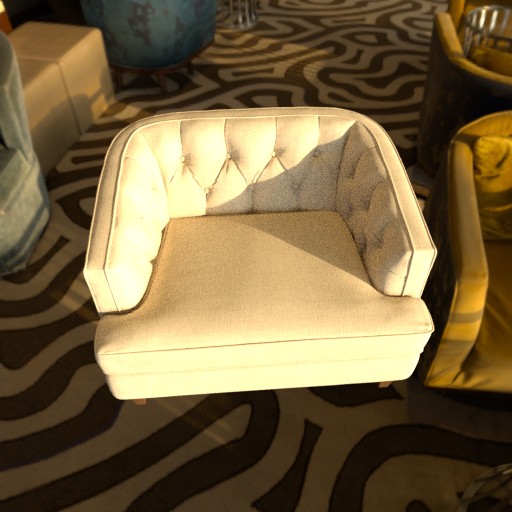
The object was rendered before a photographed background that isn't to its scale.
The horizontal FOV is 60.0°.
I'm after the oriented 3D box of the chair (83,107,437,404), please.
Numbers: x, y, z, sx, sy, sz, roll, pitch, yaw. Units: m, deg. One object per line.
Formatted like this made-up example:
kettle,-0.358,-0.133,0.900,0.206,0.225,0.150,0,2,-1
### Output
chair,0.000,0.000,1.740,1.118,0.787,0.914,-3,46,-3
